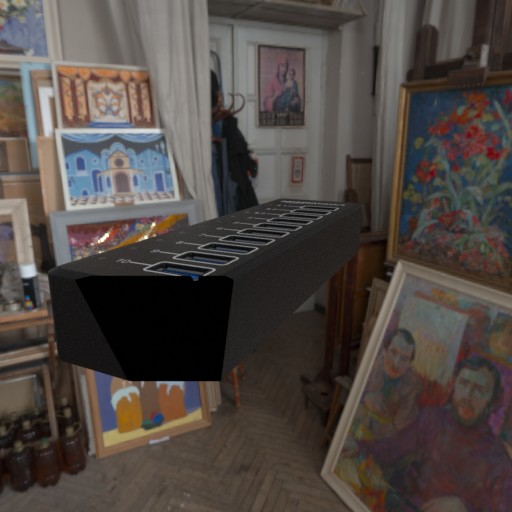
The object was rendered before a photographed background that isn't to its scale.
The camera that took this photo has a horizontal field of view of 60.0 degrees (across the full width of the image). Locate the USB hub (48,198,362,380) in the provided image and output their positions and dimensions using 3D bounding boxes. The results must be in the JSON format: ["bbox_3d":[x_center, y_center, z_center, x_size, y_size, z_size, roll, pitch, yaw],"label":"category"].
[{"bbox_3d":[0.000,0.000,0.161,0.044,0.023,0.145,7,17,25],"label":"USB hub"}]
